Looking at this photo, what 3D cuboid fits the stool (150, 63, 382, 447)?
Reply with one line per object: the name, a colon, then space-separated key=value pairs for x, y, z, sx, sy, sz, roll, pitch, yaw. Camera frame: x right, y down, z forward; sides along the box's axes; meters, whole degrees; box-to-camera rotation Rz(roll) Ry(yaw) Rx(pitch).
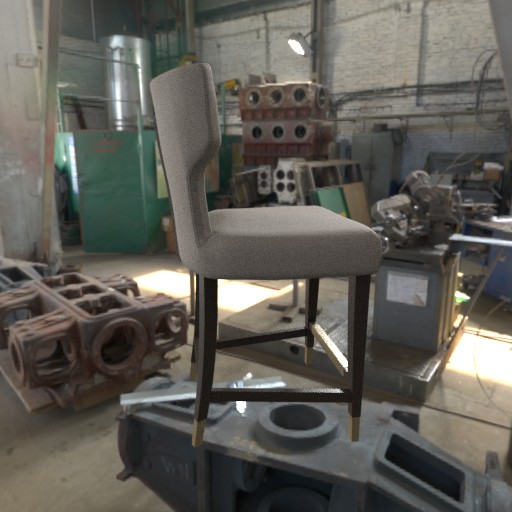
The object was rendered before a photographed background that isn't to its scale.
stool: x=0.000 y=0.000 z=1.322 sx=0.563 sy=0.982 sz=0.527 roll=-2 pitch=14 yaw=-9
